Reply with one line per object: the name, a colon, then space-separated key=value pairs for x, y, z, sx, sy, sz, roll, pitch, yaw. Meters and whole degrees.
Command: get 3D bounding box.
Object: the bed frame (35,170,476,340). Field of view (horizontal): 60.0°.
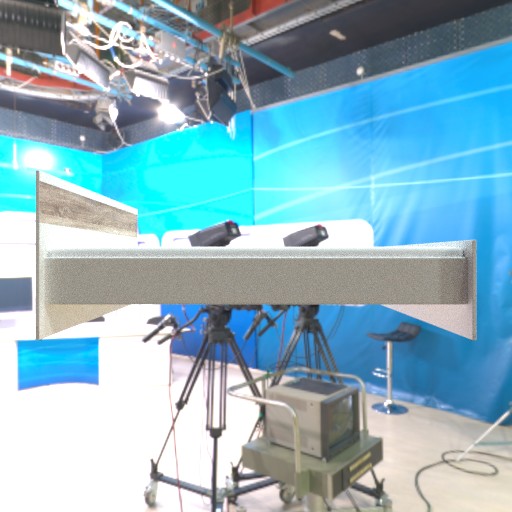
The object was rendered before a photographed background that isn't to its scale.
bed frame: x=0.000 y=0.000 z=2.930 sx=2.060 sy=0.800 sz=1.720 roll=0 pitch=0 yaw=0
